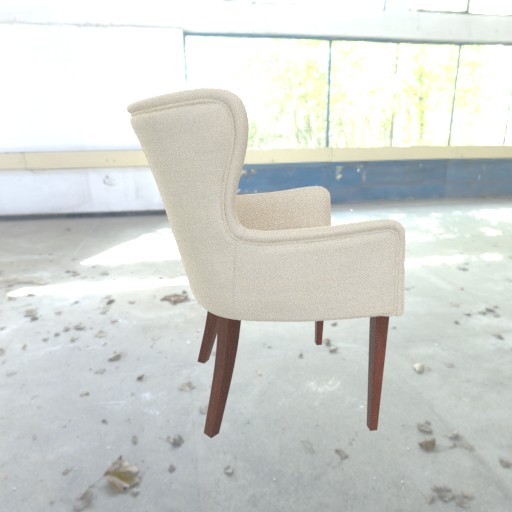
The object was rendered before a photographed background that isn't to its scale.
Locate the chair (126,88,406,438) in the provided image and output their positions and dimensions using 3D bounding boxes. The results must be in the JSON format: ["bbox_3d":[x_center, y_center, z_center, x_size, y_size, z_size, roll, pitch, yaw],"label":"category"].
[{"bbox_3d":[0.000,0.000,1.453,0.744,0.990,0.696,-3,17,-9],"label":"chair"}]
